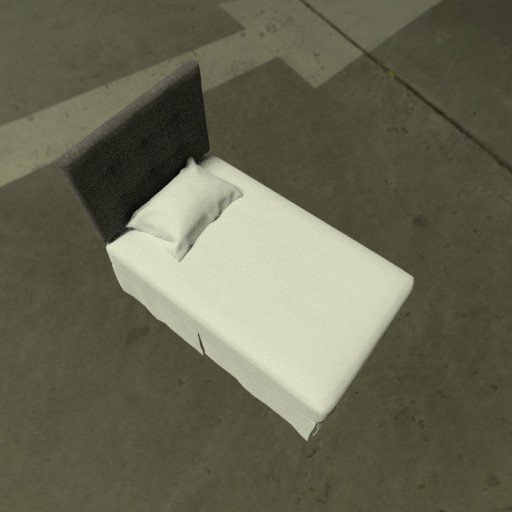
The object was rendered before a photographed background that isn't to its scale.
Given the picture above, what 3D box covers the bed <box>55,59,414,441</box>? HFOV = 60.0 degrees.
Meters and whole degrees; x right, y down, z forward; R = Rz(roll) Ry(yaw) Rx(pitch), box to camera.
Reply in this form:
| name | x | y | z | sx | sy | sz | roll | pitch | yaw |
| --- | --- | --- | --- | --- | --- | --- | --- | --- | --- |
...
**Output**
| name | x | y | z | sx | sy | sz | roll | pitch | yaw |
| --- | --- | --- | --- | --- | --- | --- | --- | --- | --- |
| bed | 0.000 | 0.000 | 3.050 | 1.997 | 1.571 | 1.261 | 34 | 65 | 18 |
